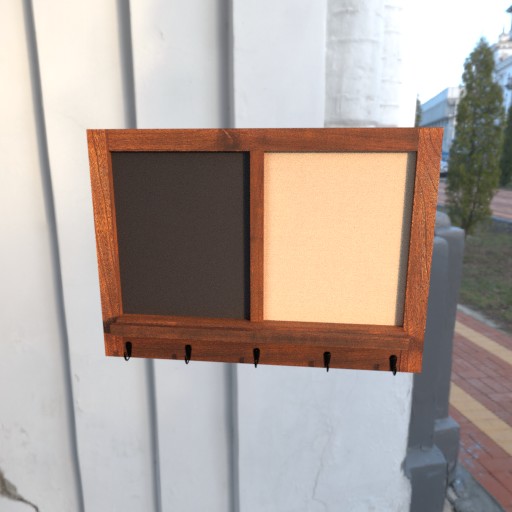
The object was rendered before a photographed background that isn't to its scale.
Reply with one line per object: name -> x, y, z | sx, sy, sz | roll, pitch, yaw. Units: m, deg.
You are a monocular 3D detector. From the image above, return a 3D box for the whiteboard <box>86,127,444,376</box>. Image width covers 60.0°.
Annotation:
whiteboard -> 0.000, 0.000, 0.994 | 0.768, 0.553, 0.083 | 2, 13, 6
